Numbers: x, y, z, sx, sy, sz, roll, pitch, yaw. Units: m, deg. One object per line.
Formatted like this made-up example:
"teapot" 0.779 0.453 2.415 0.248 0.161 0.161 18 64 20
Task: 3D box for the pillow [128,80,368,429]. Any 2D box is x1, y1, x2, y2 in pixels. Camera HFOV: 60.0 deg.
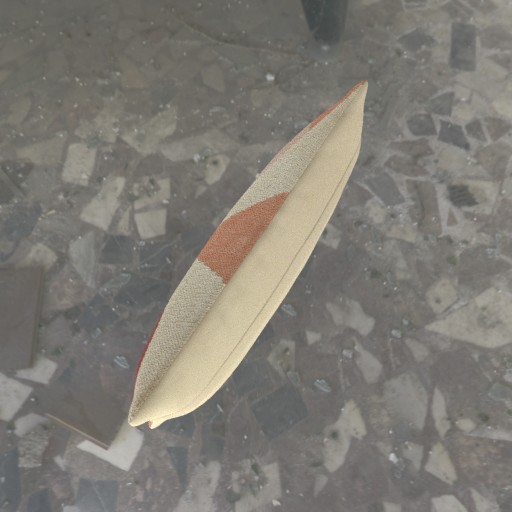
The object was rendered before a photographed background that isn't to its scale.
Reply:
"pillow" 0.000 0.000 0.723 0.155 0.292 0.609 28 67 13
